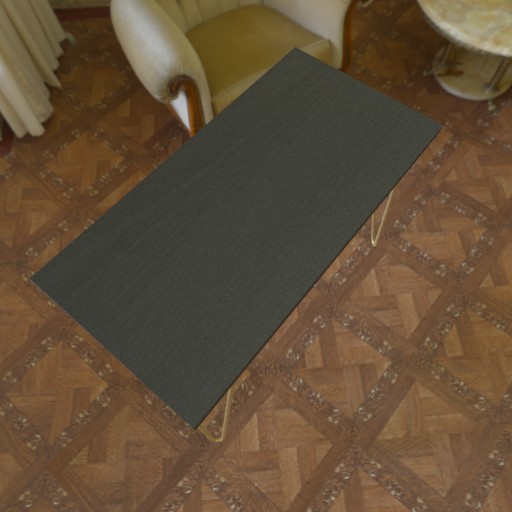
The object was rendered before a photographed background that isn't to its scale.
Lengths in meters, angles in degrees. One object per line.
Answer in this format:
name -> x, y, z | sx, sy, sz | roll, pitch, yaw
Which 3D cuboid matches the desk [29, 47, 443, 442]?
desk -> 0.000, 0.000, 1.387 | 0.499, 0.660, 0.991 | 36, 68, 17
